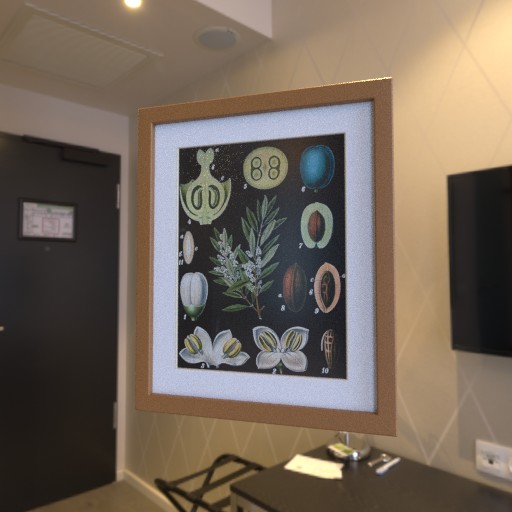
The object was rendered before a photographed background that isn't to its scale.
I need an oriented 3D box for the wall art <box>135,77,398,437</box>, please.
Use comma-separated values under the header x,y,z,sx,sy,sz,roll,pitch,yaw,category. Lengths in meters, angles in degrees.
x,y,z,sx,sy,sz,roll,pitch,yaw,category
0.000,0.000,0.517,0.310,0.379,0.015,-1,-3,17,wall art
